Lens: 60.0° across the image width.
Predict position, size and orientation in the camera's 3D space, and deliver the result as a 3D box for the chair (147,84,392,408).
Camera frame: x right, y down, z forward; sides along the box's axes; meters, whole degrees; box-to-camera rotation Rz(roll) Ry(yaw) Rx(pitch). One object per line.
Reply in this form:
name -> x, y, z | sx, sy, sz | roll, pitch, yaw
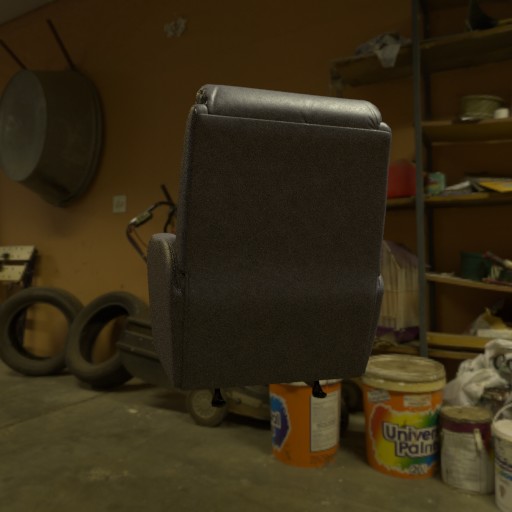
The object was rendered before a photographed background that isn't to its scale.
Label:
chair -> 0.000, 0.000, 1.869 | 0.865, 1.067, 1.067 | 0, -1, -16
